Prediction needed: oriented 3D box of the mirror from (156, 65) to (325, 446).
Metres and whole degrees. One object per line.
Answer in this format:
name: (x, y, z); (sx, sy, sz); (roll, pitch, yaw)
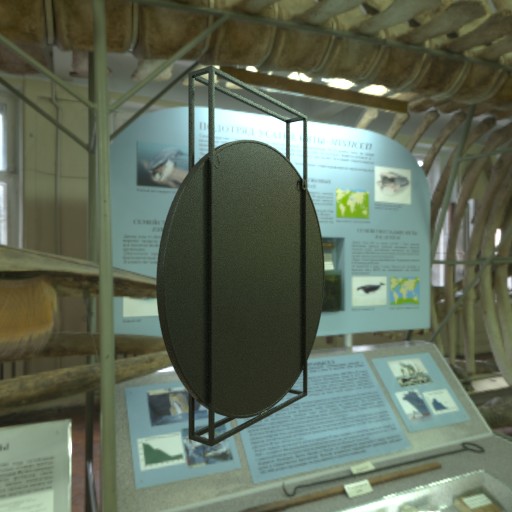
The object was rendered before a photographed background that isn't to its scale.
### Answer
mirror: (0.000, 0.000, 0.844); (0.051, 0.603, 0.508); (0, 0, 35)
